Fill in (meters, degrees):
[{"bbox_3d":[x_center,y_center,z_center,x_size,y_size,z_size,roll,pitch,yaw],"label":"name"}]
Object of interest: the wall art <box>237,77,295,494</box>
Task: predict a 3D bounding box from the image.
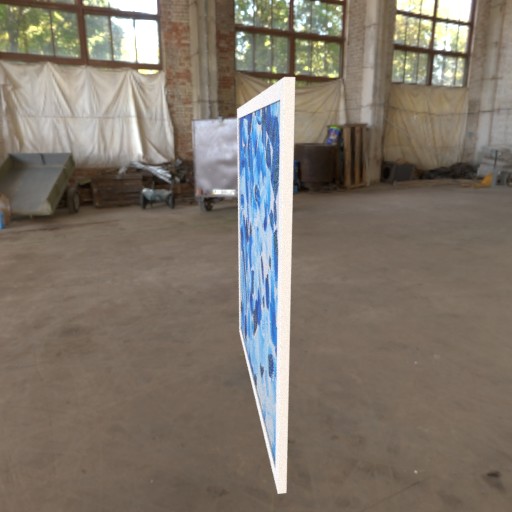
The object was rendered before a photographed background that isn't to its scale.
[{"bbox_3d":[0.000,0.000,0.984,0.015,0.660,0.660,-2,15,-7],"label":"wall art"}]
